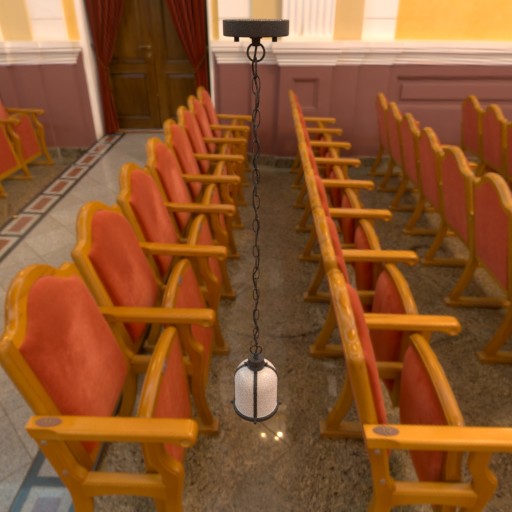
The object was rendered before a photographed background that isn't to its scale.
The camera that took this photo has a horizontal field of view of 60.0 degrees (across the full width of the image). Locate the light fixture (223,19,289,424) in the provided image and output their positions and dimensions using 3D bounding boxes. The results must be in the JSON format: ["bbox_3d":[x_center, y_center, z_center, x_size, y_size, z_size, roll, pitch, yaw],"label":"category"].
[{"bbox_3d":[0.000,0.000,1.255,0.178,1.181,0.178,1,29,2],"label":"light fixture"}]
